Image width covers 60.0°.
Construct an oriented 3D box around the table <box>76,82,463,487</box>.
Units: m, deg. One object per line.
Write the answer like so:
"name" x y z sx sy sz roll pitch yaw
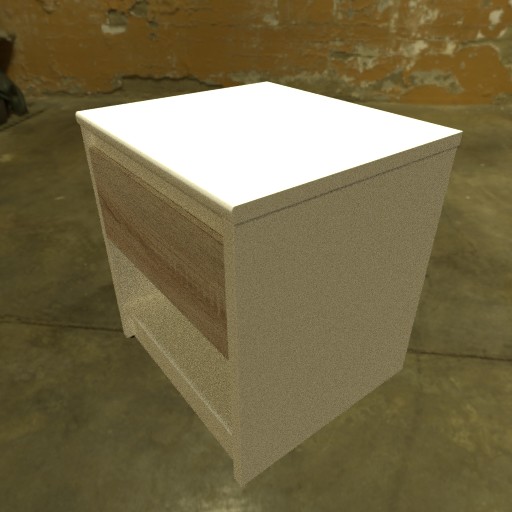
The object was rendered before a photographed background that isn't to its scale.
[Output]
"table" 0.000 0.000 0.761 0.380 0.460 0.420 -22 39 -31
